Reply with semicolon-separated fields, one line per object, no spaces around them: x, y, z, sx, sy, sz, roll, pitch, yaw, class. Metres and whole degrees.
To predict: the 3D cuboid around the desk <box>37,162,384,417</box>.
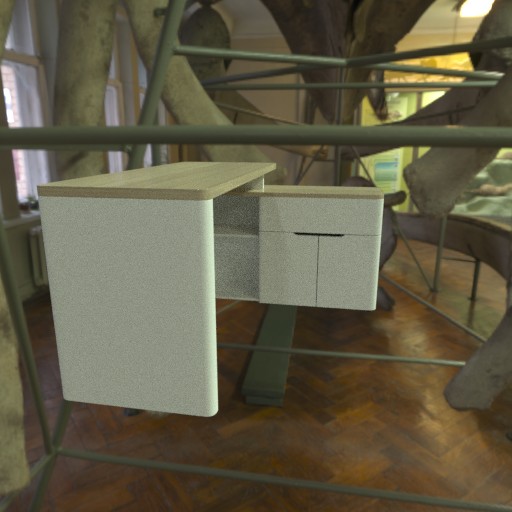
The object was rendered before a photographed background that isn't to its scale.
0.000;0.000;2.055;1.175;0.770;1.400;3;15;11;desk
